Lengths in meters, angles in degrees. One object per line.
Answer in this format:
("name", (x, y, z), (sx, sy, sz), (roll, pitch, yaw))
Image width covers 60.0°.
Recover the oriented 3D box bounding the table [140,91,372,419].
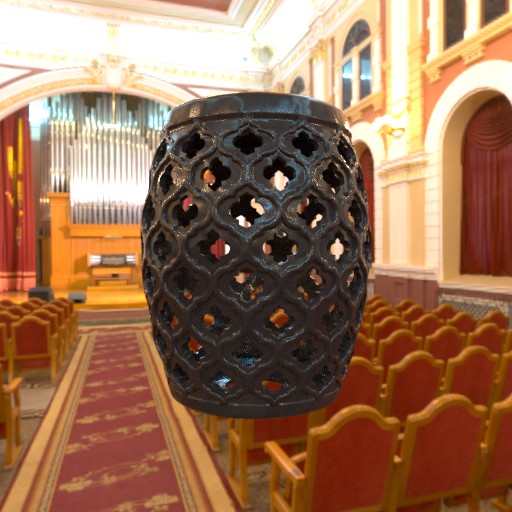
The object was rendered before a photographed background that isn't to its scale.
("table", (0.000, 0.000, 0.644), (0.325, 0.388, 0.325), (0, 1, 0))
